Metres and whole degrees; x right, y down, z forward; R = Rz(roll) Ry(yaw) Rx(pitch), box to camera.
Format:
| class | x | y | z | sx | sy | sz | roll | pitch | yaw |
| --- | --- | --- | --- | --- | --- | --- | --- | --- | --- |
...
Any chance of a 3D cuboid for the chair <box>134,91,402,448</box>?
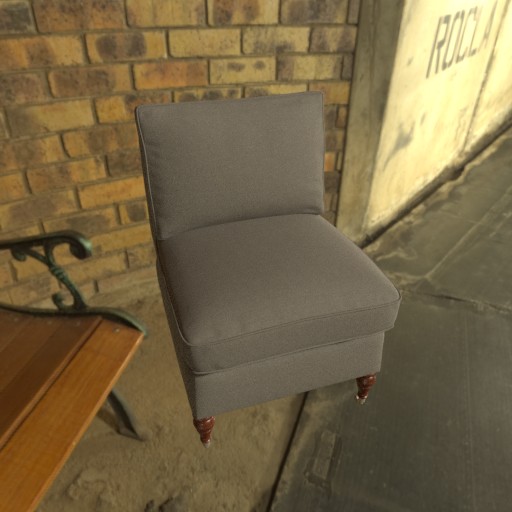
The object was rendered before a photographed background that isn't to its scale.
| class | x | y | z | sx | sy | sz | roll | pitch | yaw |
| --- | --- | --- | --- | --- | --- | --- | --- | --- | --- |
| chair | 0.000 | 0.000 | 1.670 | 0.724 | 1.045 | 0.924 | -10 | 34 | -15 |
